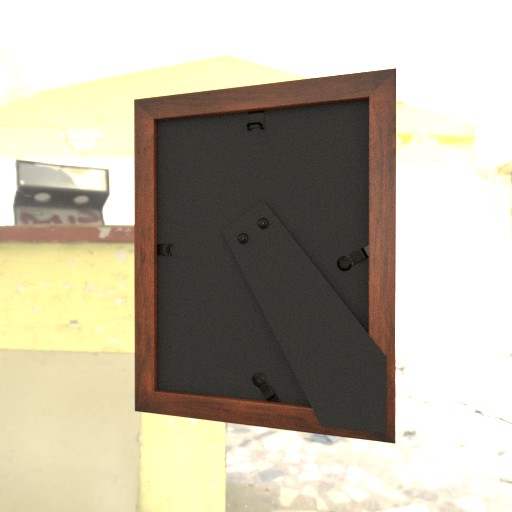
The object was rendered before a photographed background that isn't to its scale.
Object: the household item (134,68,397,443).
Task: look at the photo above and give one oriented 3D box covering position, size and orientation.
[{"bbox_3d":[0.000,0.000,0.332,0.200,0.250,0.020,0,1,18],"label":"household item"}]
